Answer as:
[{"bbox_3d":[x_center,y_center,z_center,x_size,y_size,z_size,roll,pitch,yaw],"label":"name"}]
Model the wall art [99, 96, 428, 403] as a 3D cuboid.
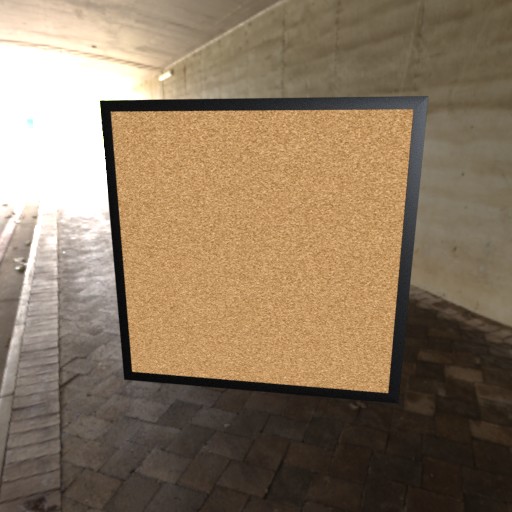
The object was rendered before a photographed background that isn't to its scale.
[{"bbox_3d":[0.000,0.000,1.126,0.756,0.755,0.036,2,16,9],"label":"wall art"}]
